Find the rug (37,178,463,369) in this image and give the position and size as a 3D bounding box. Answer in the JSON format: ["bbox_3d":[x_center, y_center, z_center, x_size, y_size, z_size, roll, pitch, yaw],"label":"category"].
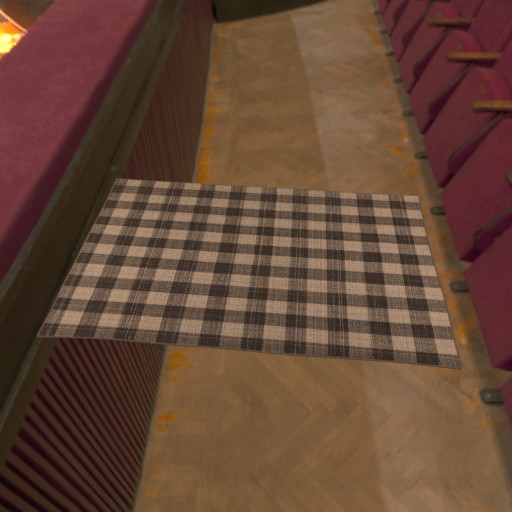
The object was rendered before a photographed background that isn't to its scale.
[{"bbox_3d":[0.000,0.000,3.081,2.476,0.011,1.554,4,47,4],"label":"rug"}]
